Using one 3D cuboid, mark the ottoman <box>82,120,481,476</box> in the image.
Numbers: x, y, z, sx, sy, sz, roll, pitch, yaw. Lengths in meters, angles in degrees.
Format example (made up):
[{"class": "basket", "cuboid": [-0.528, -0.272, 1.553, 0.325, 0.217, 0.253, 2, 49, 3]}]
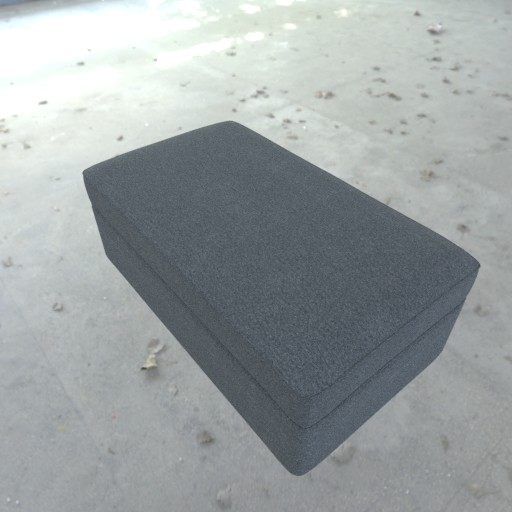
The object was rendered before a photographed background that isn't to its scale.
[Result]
[{"class": "ottoman", "cuboid": [0.000, 0.000, 1.511, 0.681, 0.494, 1.173, -28, 49, -28]}]
